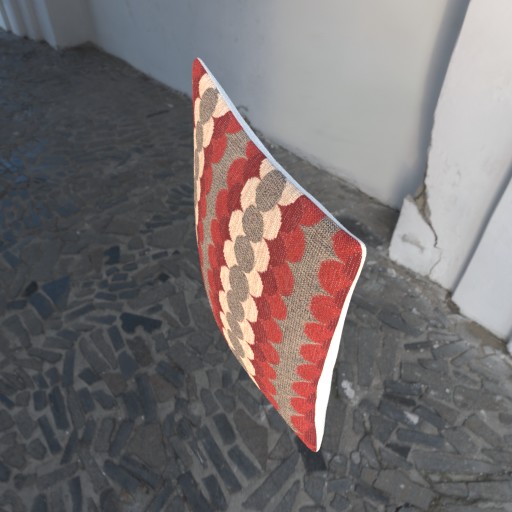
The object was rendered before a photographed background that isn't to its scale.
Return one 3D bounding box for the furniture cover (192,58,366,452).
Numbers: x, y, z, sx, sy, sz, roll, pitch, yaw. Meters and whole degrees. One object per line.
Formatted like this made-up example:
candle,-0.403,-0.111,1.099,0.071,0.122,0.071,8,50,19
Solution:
furniture cover,0.000,0.000,0.642,0.145,0.420,0.435,-17,47,-17
